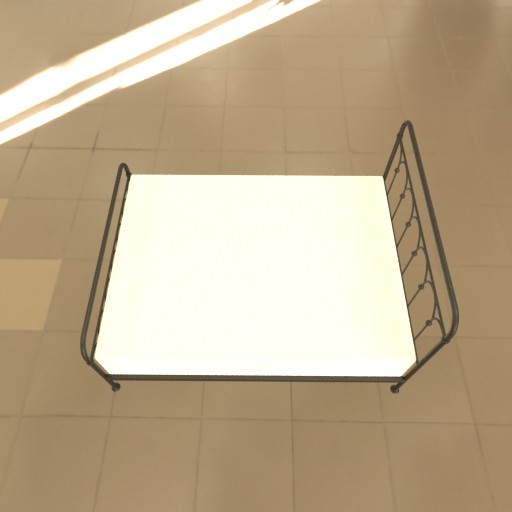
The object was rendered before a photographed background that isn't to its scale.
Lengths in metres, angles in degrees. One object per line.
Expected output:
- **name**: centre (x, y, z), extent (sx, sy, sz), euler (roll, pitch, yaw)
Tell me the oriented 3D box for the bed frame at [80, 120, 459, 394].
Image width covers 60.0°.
- **bed frame**: centre (0.000, 0.000, 3.261), extent (2.203, 1.276, 1.664), euler (0, 59, 0)
